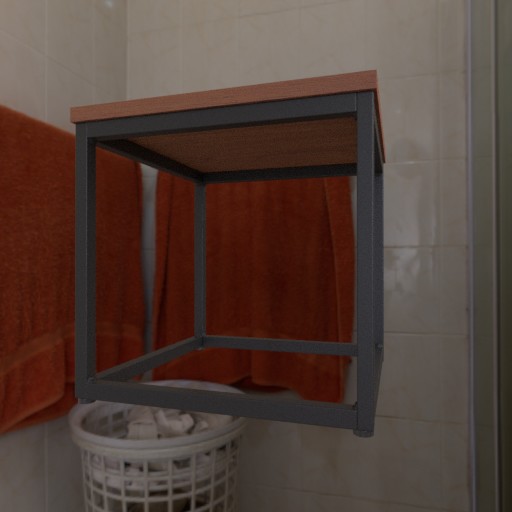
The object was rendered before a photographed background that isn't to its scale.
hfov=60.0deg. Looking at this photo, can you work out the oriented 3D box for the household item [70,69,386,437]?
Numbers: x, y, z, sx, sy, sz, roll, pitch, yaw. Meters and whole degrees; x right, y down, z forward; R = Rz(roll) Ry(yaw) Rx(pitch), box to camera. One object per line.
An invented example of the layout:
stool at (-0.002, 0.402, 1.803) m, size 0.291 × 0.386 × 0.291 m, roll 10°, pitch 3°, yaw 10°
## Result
household item at (0.000, 0.000, 0.728) m, size 0.400 × 0.400 × 0.400 m, roll 0°, pitch 0°, yaw 18°
